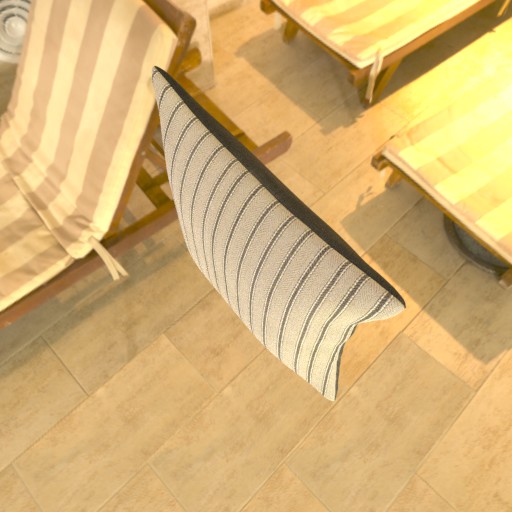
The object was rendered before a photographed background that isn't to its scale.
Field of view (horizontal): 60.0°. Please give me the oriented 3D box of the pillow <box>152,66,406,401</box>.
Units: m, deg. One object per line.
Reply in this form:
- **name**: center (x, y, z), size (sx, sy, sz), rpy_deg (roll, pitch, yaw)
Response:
- **pillow**: center (0.000, 0.000, 0.712), size (0.138, 0.444, 0.468), rpy_deg (-35, 67, -17)
